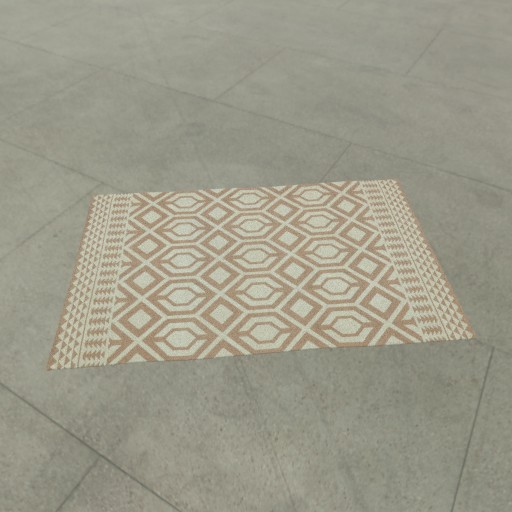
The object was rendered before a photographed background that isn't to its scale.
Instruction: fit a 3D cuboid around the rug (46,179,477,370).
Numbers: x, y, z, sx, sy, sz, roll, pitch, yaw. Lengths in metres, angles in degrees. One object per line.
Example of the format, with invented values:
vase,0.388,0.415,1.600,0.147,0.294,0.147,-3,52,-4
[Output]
rug,0.000,0.000,3.011,2.435,0.011,1.526,-4,47,-3
